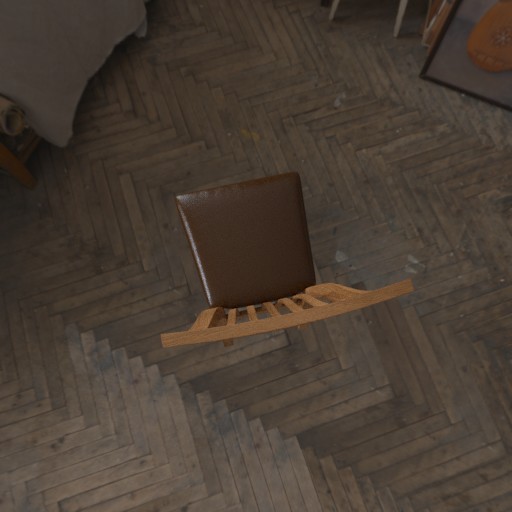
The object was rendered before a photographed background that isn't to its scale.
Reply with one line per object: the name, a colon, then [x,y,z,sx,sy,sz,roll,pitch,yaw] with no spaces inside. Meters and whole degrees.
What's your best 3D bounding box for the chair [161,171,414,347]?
chair: [0.000,0.000,1.349,0.450,1.050,0.580,-12,74,-4]
